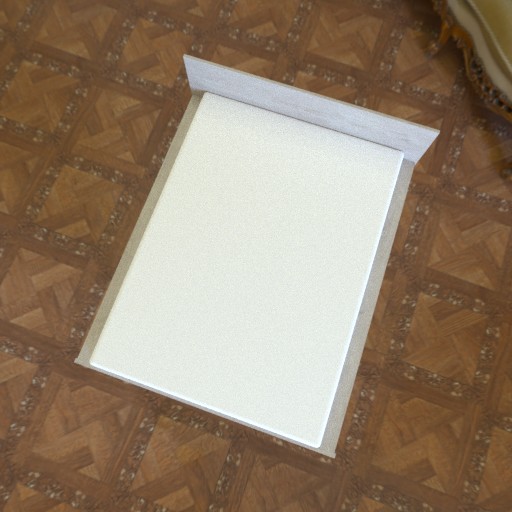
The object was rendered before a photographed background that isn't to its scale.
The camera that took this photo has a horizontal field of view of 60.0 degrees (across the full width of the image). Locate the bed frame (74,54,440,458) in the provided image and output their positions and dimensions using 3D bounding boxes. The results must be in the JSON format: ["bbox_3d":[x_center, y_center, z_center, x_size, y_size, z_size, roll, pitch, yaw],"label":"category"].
[{"bbox_3d":[0.000,0.000,2.834,1.622,0.800,1.960,19,76,5],"label":"bed frame"}]
